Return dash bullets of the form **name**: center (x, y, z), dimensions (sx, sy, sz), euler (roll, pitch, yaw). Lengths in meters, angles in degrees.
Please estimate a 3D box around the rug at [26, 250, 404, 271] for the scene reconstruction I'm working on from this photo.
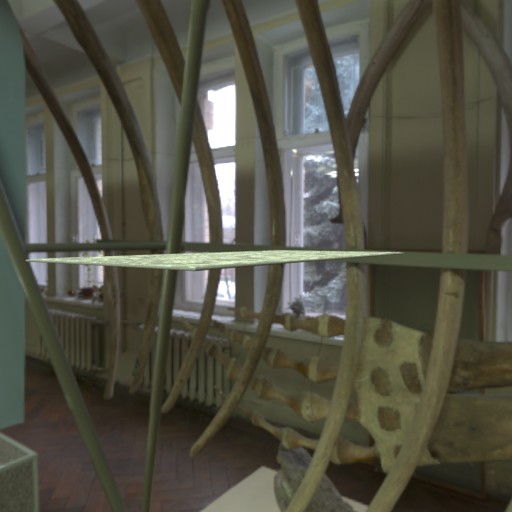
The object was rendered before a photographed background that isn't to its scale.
- **rug**: center (0.000, 0.000, 1.468), dimensions (0.604, 0.007, 1.219), euler (1, 3, 36)
